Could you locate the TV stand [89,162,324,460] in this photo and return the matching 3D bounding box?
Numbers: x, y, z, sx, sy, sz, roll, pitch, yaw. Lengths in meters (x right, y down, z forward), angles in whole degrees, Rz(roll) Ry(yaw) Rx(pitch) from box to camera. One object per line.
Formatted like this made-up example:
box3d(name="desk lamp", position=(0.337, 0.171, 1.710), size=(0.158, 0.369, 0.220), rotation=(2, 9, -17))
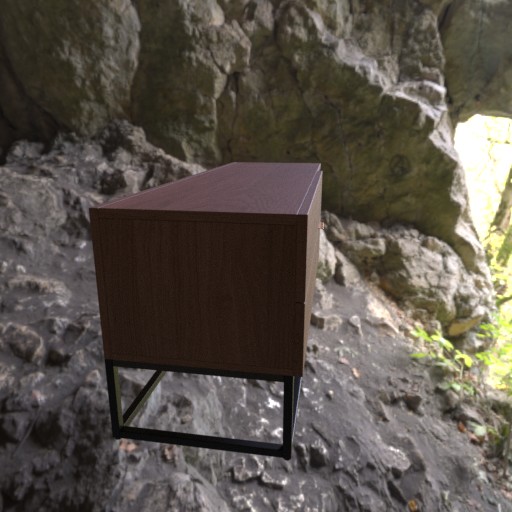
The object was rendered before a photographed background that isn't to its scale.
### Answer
box3d(name="TV stand", position=(0.000, 0.000, 1.414), size=(0.415, 0.500, 1.200), rotation=(3, 16, 9))
